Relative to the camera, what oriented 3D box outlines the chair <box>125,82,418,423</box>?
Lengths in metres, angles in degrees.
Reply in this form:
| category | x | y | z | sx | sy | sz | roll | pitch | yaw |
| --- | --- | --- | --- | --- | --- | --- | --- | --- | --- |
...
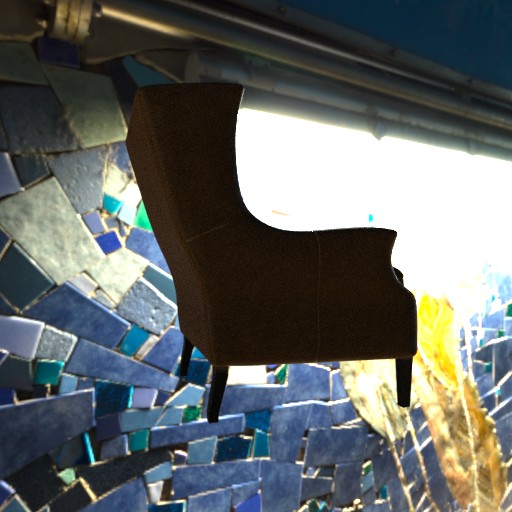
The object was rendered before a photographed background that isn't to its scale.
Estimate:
| category | x | y | z | sx | sy | sz | roll | pitch | yaw |
| --- | --- | --- | --- | --- | --- | --- | --- | --- | --- |
| chair | 0.000 | 0.000 | 1.692 | 0.925 | 1.016 | 0.852 | 0 | 1 | -19 |
